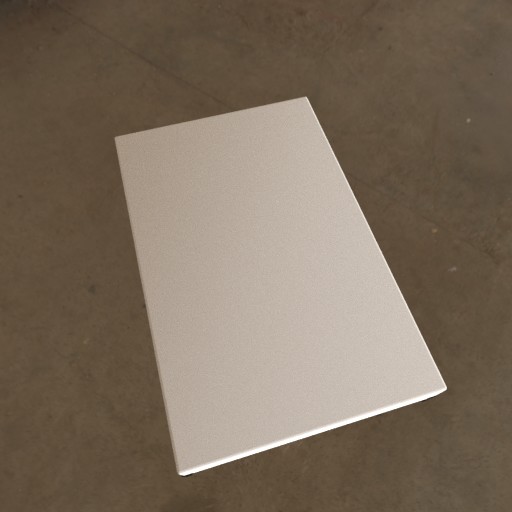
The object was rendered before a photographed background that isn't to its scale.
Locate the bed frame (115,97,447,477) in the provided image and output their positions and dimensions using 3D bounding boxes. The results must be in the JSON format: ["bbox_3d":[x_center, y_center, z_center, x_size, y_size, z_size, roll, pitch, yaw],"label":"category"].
[{"bbox_3d":[0.000,0.000,3.817,1.930,0.440,2.987,-14,63,-8],"label":"bed frame"}]
